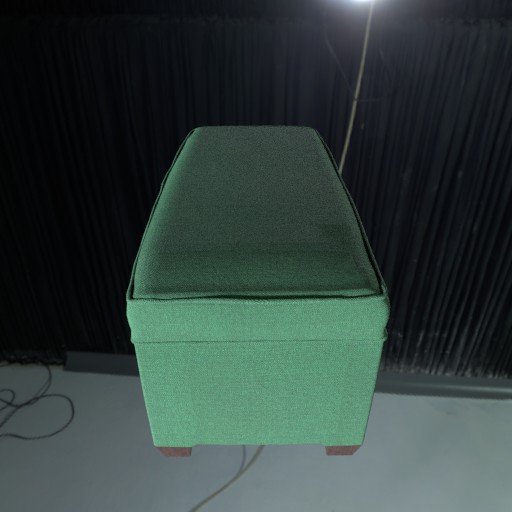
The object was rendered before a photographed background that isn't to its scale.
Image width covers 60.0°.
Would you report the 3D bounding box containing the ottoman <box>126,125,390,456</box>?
[{"bbox_3d":[0.000,0.000,1.215,0.483,0.471,0.957,0,32,0],"label":"ottoman"}]
